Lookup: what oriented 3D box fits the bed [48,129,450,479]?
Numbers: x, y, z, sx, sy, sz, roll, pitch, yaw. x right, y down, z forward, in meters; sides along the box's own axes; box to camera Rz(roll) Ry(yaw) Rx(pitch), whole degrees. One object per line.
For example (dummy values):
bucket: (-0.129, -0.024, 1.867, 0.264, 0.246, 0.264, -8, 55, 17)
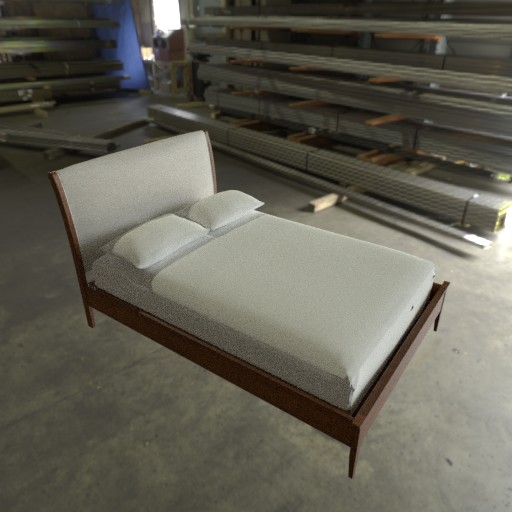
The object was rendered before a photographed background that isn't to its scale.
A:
bed: (0.000, 0.000, 3.214, 2.380, 1.250, 1.612, 19, 34, 31)
